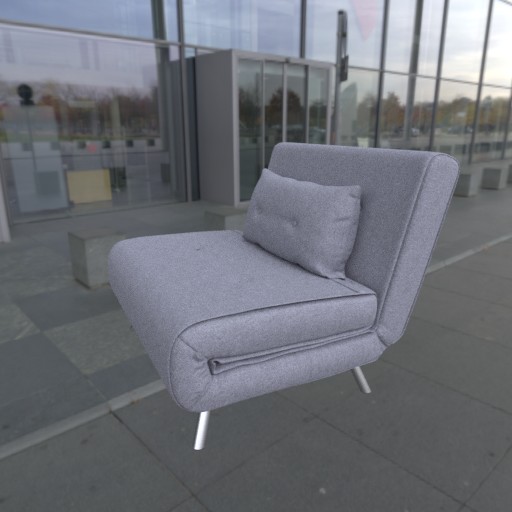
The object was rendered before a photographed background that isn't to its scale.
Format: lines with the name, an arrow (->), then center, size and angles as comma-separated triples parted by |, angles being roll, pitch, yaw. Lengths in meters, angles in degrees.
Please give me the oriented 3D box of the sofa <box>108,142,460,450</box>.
sofa -> 0.000, 0.000, 1.746 | 1.000, 0.825, 1.020 | -8, 18, -26
